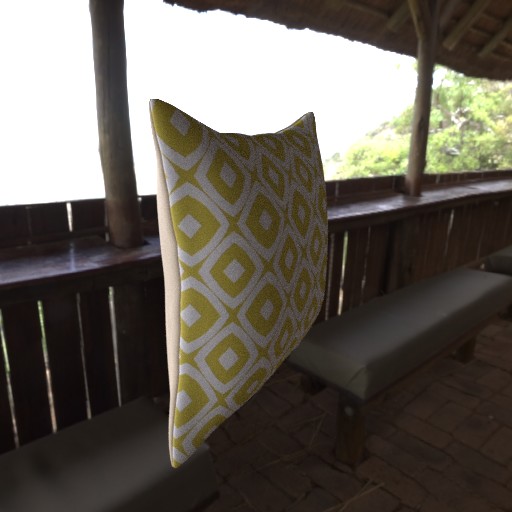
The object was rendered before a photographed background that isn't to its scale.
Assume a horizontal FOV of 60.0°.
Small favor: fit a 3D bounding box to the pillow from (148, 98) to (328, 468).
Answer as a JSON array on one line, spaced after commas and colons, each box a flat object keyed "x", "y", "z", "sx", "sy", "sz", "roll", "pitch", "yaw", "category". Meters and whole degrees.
[{"x": 0.000, "y": 0.000, "z": 0.769, "sx": 0.188, "sy": 0.494, "sz": 0.504, "roll": 8, "pitch": 18, "yaw": 26, "category": "pillow"}]
